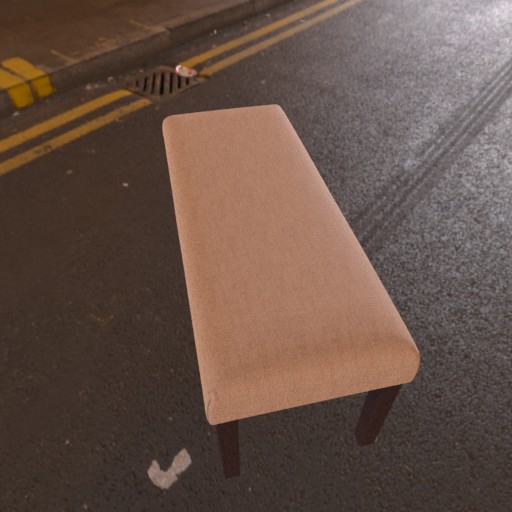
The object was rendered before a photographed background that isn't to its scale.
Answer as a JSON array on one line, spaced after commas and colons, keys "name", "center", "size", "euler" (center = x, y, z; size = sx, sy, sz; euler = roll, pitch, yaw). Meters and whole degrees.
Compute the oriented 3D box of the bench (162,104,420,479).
[{"name": "bench", "center": [0.000, 0.000, 1.254], "size": [0.407, 0.456, 1.013], "euler": [-9, 46, -9]}]
